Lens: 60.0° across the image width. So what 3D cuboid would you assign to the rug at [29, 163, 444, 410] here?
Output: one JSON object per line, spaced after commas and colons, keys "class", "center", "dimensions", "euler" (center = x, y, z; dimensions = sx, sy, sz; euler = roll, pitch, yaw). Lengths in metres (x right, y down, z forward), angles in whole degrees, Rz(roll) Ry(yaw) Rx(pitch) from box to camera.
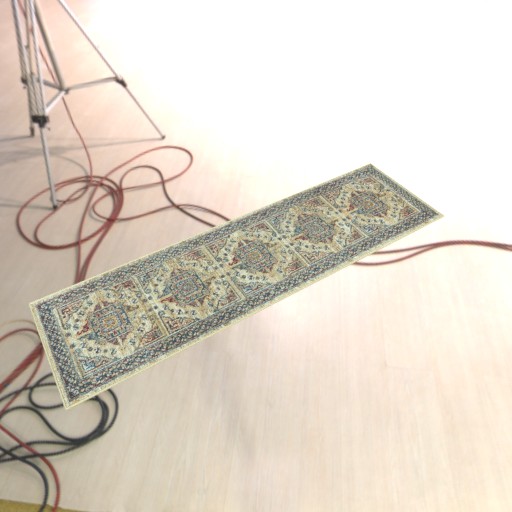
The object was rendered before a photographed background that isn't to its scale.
{"class": "rug", "center": [0.000, 0.000, 2.467], "dimensions": [2.297, 0.013, 0.661], "euler": [-25, 51, -22]}
